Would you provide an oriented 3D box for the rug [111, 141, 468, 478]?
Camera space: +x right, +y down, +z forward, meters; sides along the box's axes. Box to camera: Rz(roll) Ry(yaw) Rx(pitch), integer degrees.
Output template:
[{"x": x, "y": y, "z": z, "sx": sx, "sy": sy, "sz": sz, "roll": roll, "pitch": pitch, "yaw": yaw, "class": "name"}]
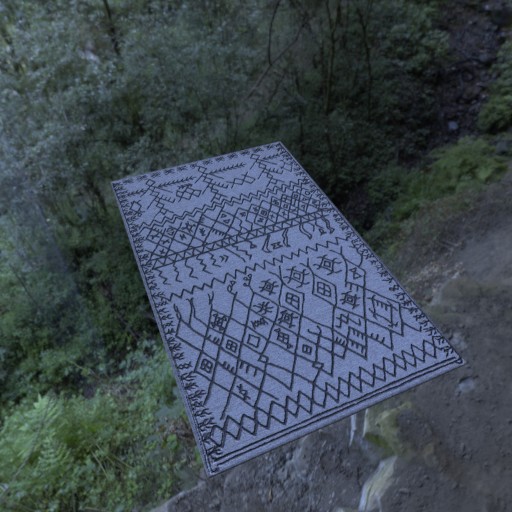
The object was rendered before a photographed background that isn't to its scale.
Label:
[{"x": 0.000, "y": 0.000, "z": 3.036, "sx": 1.526, "sy": 0.012, "sz": 2.444, "roll": -17, "pitch": 49, "yaw": -16, "class": "rug"}]
